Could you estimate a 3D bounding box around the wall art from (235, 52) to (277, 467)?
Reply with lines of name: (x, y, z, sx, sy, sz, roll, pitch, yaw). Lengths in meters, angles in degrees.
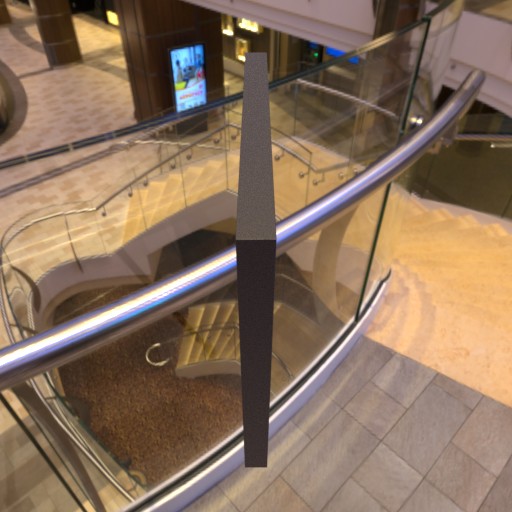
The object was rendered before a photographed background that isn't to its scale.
wall art: (0.000, 0.000, 0.765, 0.038, 0.507, 0.507, 0, 43, 0)
